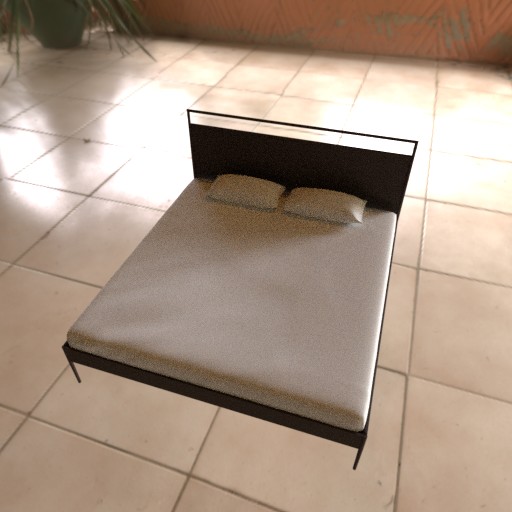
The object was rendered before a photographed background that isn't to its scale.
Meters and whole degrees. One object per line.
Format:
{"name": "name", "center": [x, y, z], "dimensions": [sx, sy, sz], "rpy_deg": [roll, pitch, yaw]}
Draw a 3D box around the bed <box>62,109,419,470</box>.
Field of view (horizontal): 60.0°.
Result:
{"name": "bed", "center": [0.000, 0.000, 3.332], "dimensions": [1.993, 1.173, 2.151], "rpy_deg": [12, 42, 14]}
